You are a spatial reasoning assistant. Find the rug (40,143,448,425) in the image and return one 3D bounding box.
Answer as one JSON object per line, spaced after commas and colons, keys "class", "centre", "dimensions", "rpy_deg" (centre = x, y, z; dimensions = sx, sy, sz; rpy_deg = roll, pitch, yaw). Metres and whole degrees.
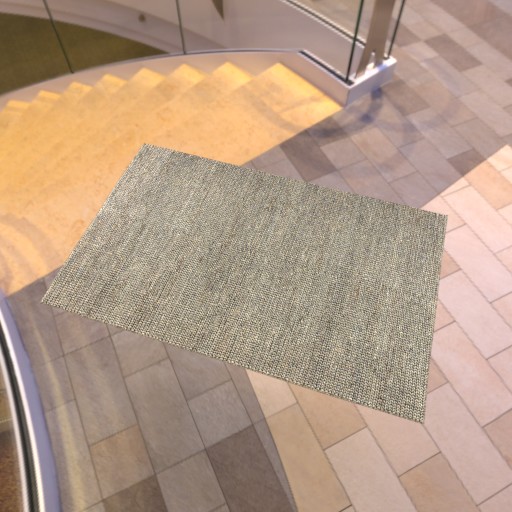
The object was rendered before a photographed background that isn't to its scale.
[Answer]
{"class": "rug", "centre": [0.000, 0.000, 3.037], "dimensions": [2.443, 0.021, 1.538], "rpy_deg": [15, 59, 10]}
